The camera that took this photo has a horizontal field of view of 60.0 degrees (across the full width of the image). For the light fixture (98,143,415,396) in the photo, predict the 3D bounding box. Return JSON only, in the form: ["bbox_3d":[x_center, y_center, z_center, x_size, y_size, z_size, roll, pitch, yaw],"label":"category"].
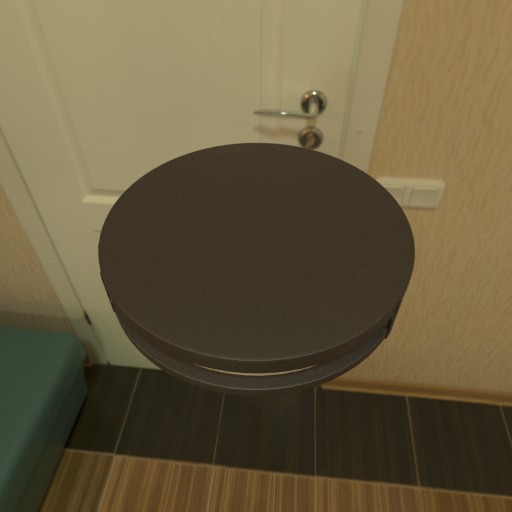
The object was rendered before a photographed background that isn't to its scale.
[{"bbox_3d":[0.000,0.000,0.545,0.356,0.102,0.356,0,46,0],"label":"light fixture"}]
